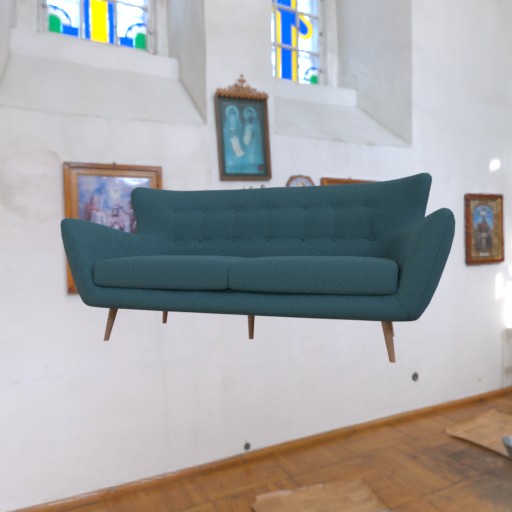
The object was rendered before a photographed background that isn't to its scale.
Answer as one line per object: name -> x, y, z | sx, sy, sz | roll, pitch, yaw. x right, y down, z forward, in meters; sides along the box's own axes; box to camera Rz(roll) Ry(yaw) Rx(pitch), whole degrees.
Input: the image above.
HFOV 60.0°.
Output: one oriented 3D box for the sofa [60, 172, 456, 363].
sofa -> 0.000, 0.000, 2.429 | 1.930, 0.890, 0.889 | 0, 1, 18
